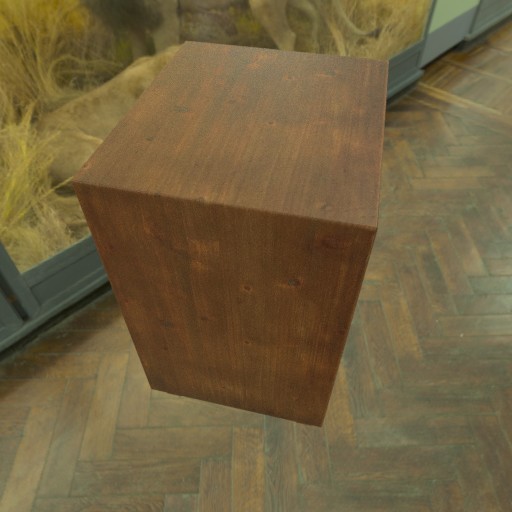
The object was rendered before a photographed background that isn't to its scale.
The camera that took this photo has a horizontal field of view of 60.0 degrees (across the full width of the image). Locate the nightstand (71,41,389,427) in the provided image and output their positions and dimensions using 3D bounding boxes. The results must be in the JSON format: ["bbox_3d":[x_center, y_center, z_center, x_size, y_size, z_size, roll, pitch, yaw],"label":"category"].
[{"bbox_3d":[0.000,0.000,0.968,0.410,0.695,0.465,10,48,9],"label":"nightstand"}]
